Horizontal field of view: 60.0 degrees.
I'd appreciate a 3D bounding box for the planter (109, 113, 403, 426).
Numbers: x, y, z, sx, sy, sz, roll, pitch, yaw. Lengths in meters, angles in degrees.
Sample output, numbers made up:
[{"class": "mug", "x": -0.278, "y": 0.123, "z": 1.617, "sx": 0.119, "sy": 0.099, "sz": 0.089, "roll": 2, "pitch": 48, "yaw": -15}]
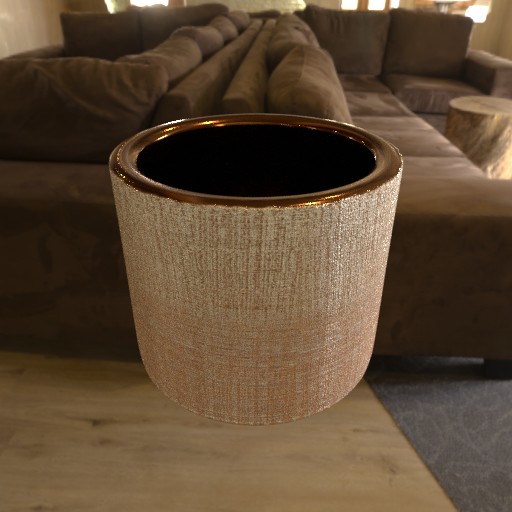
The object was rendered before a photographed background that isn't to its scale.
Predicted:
[{"class": "planter", "x": 0.000, "y": 0.000, "z": 0.312, "sx": 0.177, "sy": 0.157, "sz": 0.177, "roll": 0, "pitch": 31, "yaw": 0}]
